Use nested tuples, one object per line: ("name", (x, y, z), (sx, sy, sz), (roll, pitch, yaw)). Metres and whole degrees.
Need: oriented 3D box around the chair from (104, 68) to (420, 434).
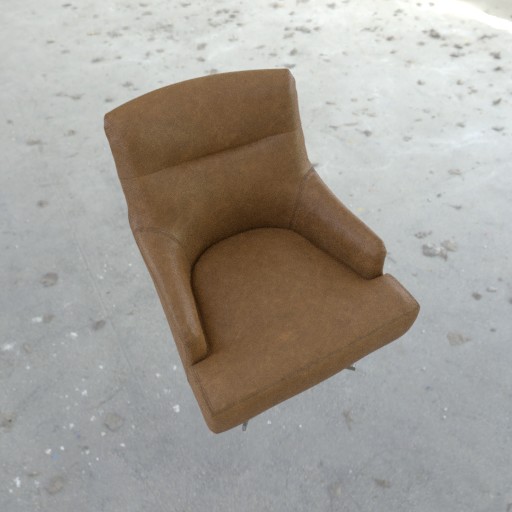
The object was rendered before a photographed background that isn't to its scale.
("chair", (0.000, 0.000, 1.470), (0.729, 0.869, 0.874), (-22, 51, -20))
